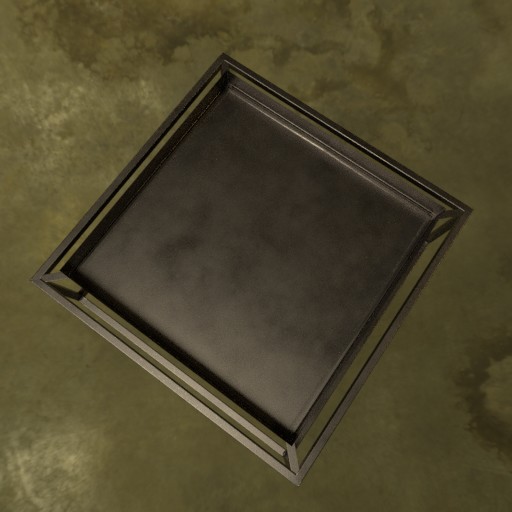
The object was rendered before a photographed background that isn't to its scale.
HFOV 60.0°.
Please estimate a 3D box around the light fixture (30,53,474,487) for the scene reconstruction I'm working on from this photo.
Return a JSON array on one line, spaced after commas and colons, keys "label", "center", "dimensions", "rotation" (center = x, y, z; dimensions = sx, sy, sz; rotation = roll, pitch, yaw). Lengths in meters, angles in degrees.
[{"label": "light fixture", "center": [0.000, 0.000, 0.677], "dimensions": [0.441, 0.191, 0.441], "rotation": [35, 79, 8]}]
